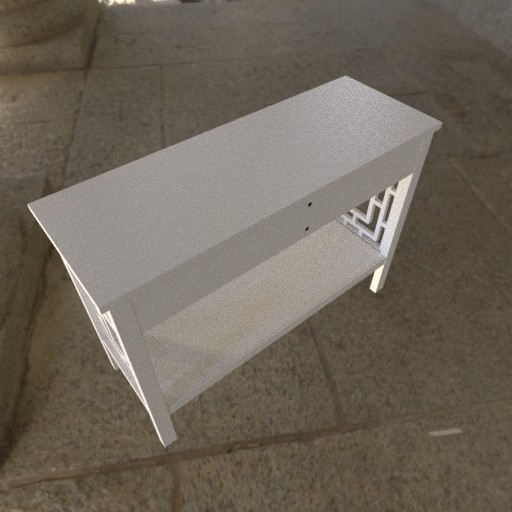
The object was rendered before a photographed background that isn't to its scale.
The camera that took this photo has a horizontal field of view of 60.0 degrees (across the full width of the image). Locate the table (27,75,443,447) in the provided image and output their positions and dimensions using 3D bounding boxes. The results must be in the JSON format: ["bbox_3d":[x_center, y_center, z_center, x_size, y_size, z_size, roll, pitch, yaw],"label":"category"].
[{"bbox_3d":[0.000,0.000,1.437,1.068,0.753,0.397,-30,54,-25],"label":"table"}]
